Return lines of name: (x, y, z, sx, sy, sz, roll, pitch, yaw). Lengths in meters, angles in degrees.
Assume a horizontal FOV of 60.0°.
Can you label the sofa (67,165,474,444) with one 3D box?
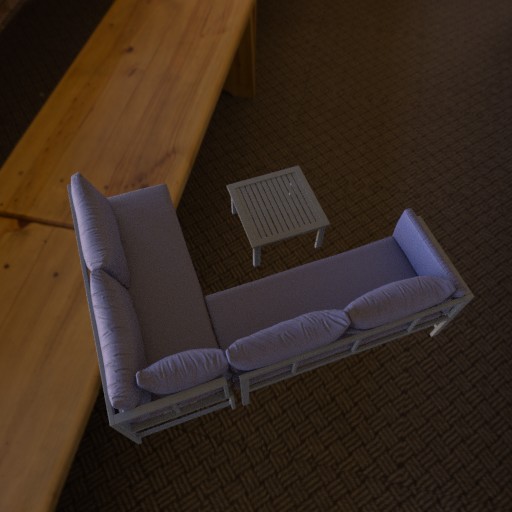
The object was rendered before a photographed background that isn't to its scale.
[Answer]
sofa: (0.000, 0.000, 3.024, 2.149, 0.762, 1.658, -17, 61, -10)
